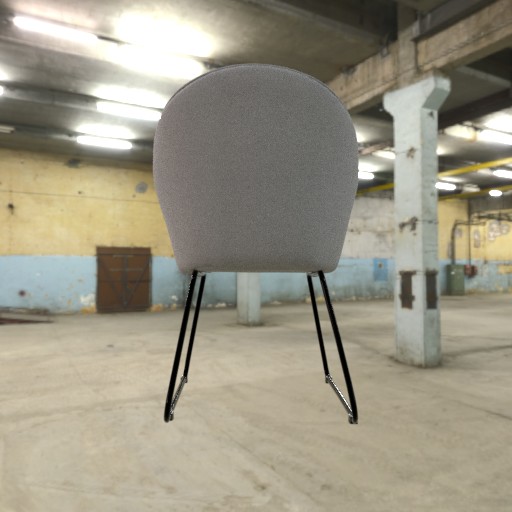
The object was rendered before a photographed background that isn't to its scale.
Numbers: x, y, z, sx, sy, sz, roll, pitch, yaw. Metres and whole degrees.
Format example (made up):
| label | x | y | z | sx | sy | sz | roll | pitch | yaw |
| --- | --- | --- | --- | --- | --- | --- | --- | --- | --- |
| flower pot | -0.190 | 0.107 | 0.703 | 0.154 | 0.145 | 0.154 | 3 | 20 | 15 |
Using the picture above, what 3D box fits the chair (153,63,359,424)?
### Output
| label | x | y | z | sx | sy | sz | roll | pitch | yaw |
| --- | --- | --- | --- | --- | --- | --- | --- | --- | --- |
| chair | 0.000 | 0.000 | 1.239 | 0.570 | 0.817 | 0.592 | 0 | -2 | -1 |
